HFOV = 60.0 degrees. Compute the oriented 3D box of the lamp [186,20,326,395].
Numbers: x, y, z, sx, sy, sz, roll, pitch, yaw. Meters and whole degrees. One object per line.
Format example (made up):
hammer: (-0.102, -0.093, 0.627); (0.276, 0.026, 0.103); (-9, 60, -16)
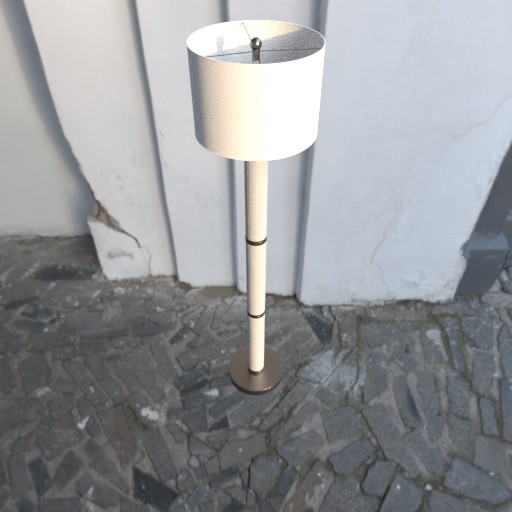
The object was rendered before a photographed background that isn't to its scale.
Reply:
lamp: (0.000, 0.000, 1.735); (0.377, 1.599, 0.377); (12, 44, 13)
